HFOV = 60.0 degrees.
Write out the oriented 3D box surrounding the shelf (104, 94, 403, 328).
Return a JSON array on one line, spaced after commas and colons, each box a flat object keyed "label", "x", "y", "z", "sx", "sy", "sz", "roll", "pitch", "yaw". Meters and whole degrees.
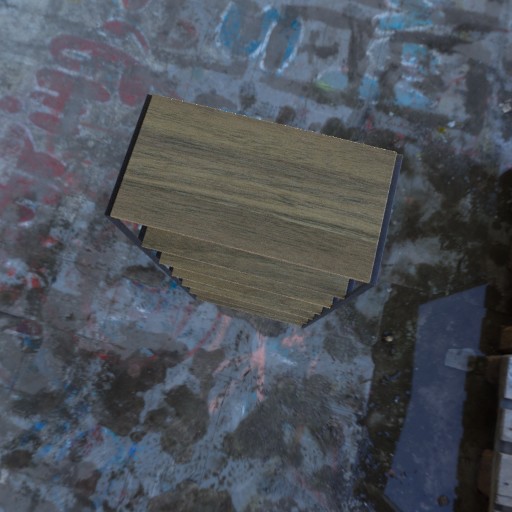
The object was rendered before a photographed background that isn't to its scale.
[{"label": "shelf", "x": 0.000, "y": 0.000, "z": 2.345, "sx": 0.847, "sy": 2.015, "sz": 0.431, "roll": 14, "pitch": 78, "yaw": 3}]
